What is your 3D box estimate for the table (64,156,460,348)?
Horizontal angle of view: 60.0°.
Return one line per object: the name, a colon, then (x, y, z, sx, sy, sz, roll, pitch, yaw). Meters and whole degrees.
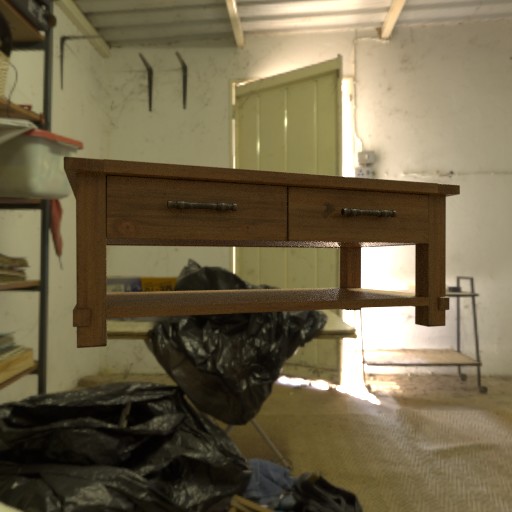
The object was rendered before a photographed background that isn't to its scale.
table: (0.000, 0.000, 1.647, 1.270, 0.494, 0.693, 0, -1, -19)
